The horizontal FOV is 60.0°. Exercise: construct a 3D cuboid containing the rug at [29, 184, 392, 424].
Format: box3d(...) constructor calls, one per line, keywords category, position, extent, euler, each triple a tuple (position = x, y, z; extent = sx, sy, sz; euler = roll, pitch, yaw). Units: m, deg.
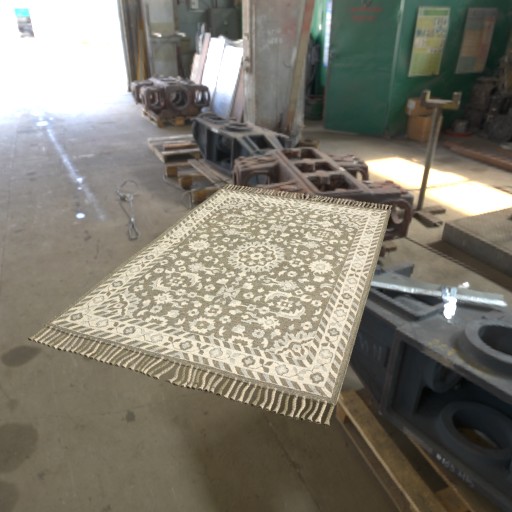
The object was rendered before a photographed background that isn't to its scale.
box3d(category="rug", position=(0.000, 0.000, 2.948), extent=(1.530, 0.025, 2.431), euler=(10, 30, 18))
